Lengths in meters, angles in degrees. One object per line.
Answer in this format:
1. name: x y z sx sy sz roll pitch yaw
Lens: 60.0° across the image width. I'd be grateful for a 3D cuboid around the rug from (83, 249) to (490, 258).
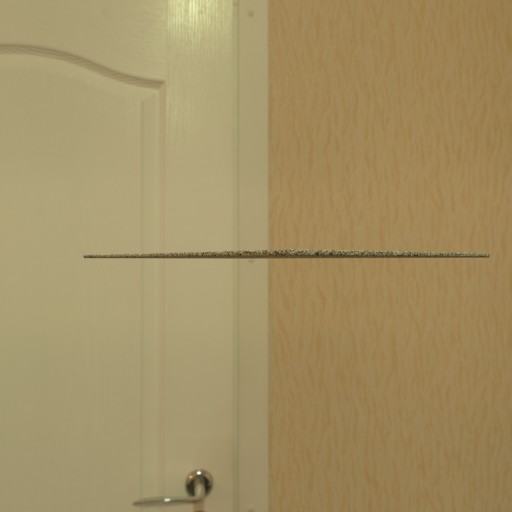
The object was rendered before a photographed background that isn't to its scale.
1. rug: 0.000 0.000 3.436 1.778 0.030 2.743 0 -1 -38
